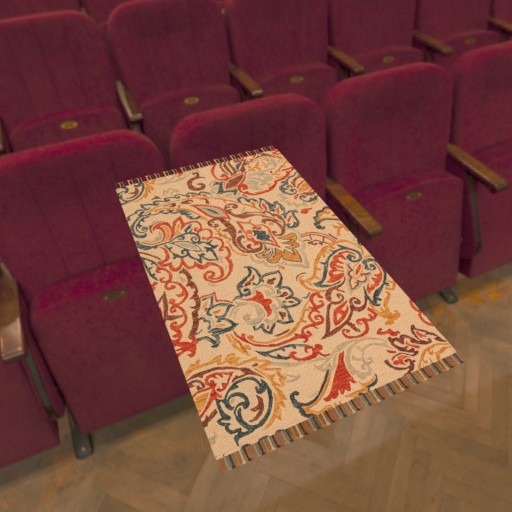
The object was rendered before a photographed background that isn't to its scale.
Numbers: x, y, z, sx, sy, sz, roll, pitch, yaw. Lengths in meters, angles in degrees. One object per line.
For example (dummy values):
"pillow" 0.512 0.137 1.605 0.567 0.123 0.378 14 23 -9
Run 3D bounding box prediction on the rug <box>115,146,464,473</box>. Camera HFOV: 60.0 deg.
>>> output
"rug" 0.000 0.000 3.195 1.523 0.010 2.584 -18 48 -17
